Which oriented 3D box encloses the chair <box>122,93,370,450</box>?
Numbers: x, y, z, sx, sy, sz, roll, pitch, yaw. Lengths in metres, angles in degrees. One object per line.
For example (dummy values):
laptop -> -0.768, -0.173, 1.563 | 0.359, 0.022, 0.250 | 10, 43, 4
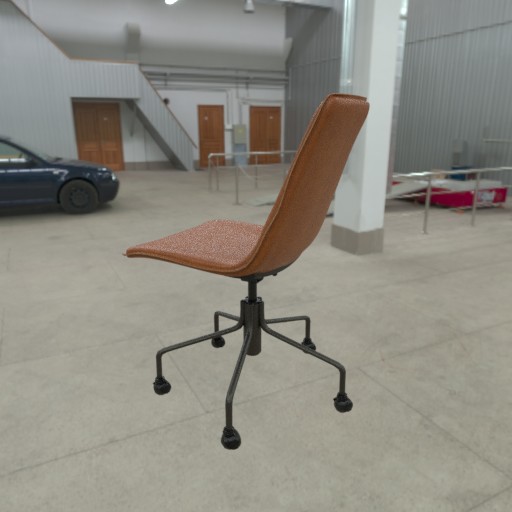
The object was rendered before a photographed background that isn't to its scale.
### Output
chair -> 0.000, 0.000, 1.371 | 0.660, 0.920, 0.651 | 8, 19, 26
